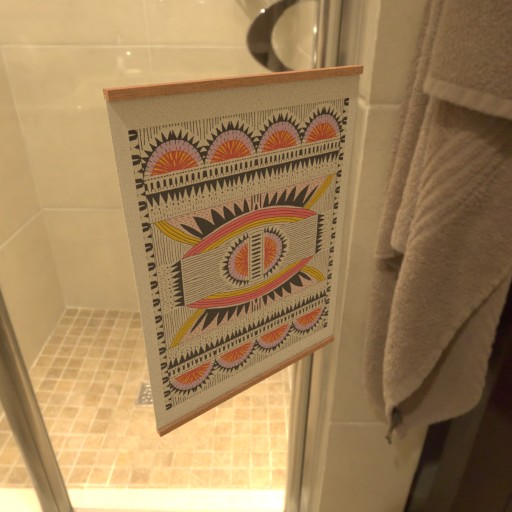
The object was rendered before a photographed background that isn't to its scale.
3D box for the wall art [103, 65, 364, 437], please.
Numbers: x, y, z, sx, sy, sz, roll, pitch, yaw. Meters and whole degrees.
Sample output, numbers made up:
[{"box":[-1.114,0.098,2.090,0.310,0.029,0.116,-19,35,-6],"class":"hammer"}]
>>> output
[{"box":[0.000,0.000,1.336,0.765,1.016,0.028,-20,35,-32],"class":"wall art"}]
